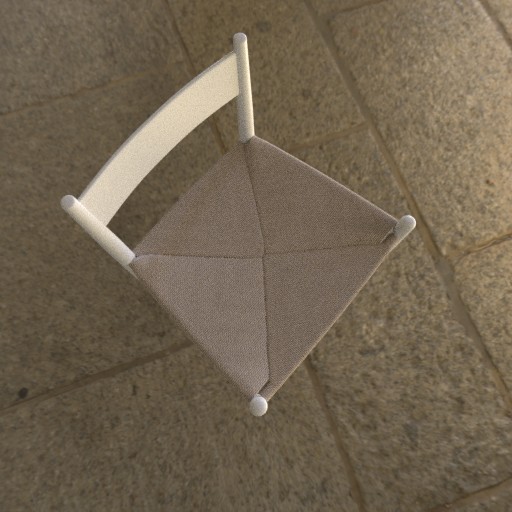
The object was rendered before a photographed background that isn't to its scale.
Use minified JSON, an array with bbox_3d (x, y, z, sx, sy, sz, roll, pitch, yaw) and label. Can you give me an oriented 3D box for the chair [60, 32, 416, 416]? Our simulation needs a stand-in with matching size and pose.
[{"bbox_3d":[0.000,0.000,1.088,0.495,0.762,0.556,40,78,10],"label":"chair"}]
